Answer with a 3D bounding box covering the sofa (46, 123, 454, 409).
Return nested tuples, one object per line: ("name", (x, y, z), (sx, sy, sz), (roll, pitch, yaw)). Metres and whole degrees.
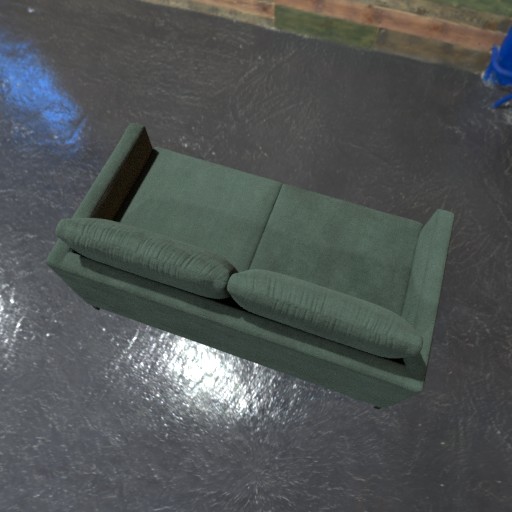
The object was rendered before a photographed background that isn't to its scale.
("sofa", (0.000, 0.000, 2.167), (1.676, 0.817, 0.875), (18, 65, 8))
